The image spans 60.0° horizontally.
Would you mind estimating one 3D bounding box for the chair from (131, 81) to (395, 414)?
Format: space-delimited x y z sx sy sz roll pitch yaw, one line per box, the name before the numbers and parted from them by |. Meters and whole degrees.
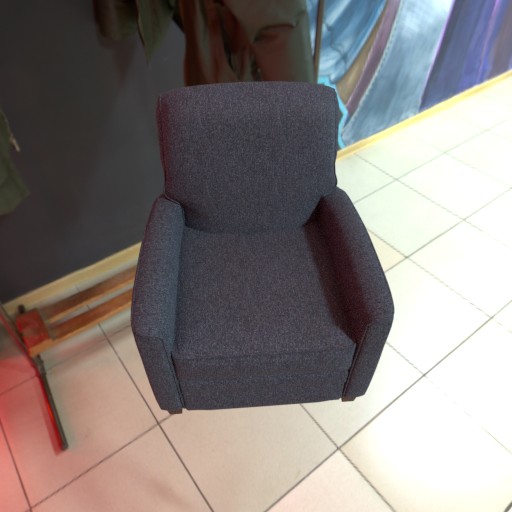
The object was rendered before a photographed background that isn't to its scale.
chair | 0.000 0.000 1.677 0.839 1.016 0.850 -3 46 -3
